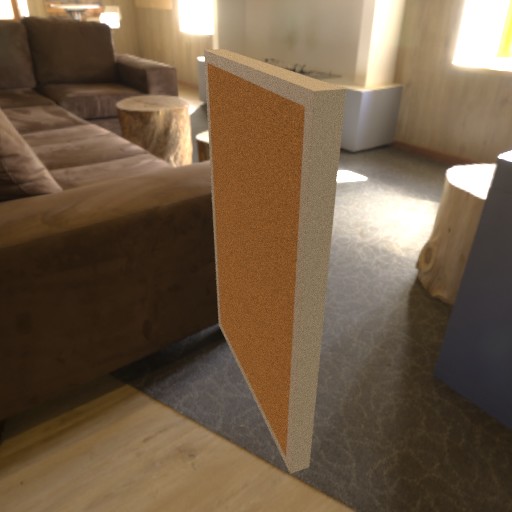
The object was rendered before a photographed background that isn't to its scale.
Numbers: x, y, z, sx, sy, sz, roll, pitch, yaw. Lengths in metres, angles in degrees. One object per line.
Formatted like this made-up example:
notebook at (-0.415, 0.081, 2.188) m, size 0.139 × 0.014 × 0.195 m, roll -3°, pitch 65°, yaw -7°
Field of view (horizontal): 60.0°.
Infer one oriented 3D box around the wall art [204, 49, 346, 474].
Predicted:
wall art at (0.000, 0.000, 0.821) m, size 0.038 × 0.657 × 0.450 m, roll -11°, pitch 32°, yaw -18°
